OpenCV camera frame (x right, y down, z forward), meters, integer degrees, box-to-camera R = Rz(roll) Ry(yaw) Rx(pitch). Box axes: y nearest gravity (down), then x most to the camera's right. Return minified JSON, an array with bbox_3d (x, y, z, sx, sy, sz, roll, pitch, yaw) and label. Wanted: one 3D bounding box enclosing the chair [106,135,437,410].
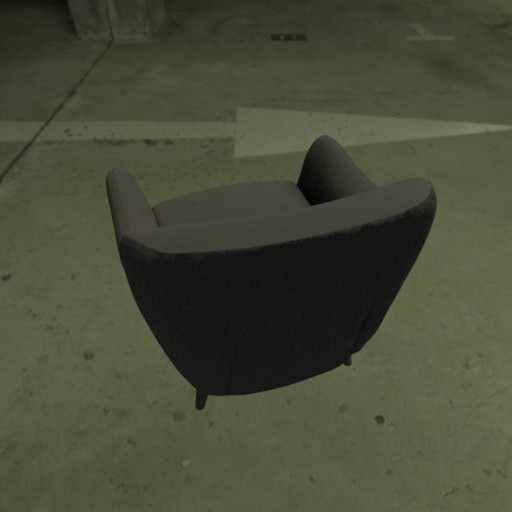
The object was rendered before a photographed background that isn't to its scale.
[{"bbox_3d":[0.000,0.000,1.453,0.840,0.807,0.819,-12,42,-14],"label":"chair"}]
